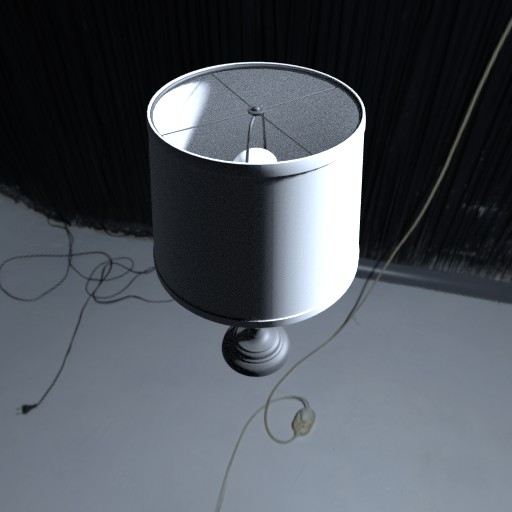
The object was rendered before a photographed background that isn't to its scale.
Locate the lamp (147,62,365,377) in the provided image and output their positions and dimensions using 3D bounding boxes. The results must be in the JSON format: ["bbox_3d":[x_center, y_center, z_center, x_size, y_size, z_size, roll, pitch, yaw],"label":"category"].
[{"bbox_3d":[0.000,0.000,0.696,0.310,0.501,0.310,0,45,0],"label":"lamp"}]
